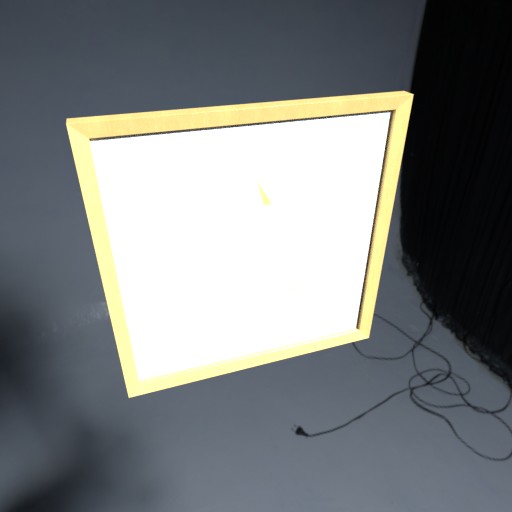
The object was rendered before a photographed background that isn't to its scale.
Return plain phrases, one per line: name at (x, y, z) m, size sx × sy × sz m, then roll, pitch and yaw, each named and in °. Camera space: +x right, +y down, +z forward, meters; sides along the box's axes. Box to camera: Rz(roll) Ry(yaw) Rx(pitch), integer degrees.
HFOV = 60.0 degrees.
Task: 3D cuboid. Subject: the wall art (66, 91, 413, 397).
wall art at (0.000, 0.000, 2.924) m, size 1.935 × 1.936 × 0.097 m, roll -10°, pitch 34°, yaw -16°
